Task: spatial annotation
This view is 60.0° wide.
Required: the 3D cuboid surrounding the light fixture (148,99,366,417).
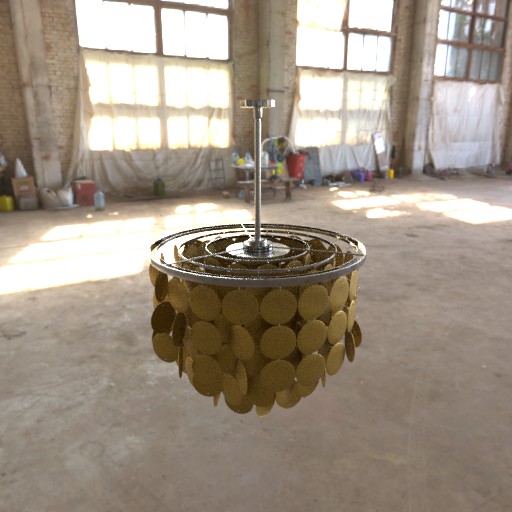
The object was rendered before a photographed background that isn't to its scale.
[{"bbox_3d":[0.000,0.000,0.744,0.368,0.492,0.368,0,16,0],"label":"light fixture"}]
